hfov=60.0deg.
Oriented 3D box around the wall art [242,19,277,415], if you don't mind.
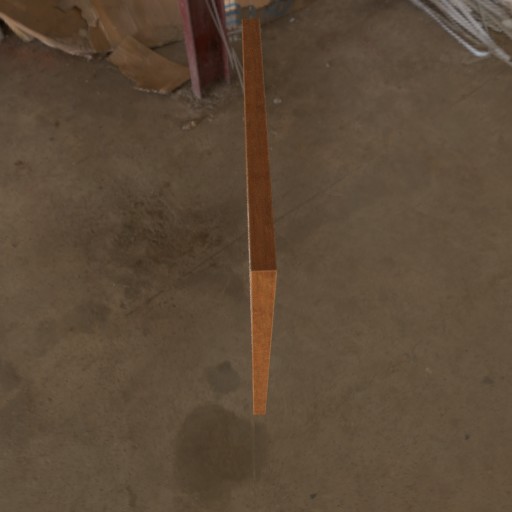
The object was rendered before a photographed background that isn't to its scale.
[{"bbox_3d":[0.000,0.000,1.163,0.037,0.914,0.610,-2,59,-1],"label":"wall art"}]
